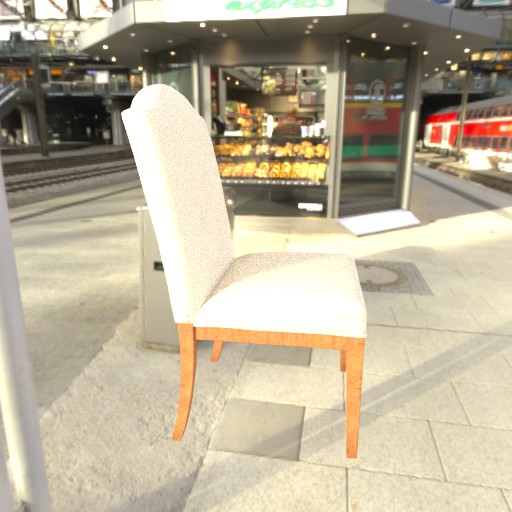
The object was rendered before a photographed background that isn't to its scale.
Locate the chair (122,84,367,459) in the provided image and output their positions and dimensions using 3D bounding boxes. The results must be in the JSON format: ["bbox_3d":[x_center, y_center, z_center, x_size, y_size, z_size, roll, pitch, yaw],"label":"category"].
[{"bbox_3d":[0.000,0.000,1.386,0.648,1.012,0.534,2,16,8],"label":"chair"}]
